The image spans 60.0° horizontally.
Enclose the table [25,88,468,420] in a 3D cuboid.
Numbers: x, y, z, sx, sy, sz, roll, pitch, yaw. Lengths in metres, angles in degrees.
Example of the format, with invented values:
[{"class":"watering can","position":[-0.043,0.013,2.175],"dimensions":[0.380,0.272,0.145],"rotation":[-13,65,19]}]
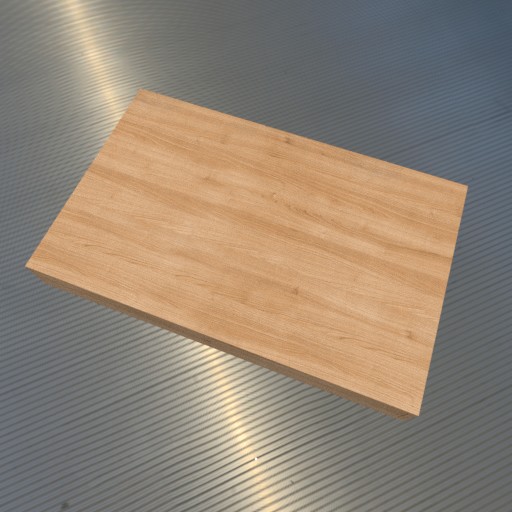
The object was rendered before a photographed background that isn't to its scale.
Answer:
[{"class":"table","position":[0.000,0.000,1.478],"dimensions":[1.100,0.440,0.700],"rotation":[19,67,9]}]
